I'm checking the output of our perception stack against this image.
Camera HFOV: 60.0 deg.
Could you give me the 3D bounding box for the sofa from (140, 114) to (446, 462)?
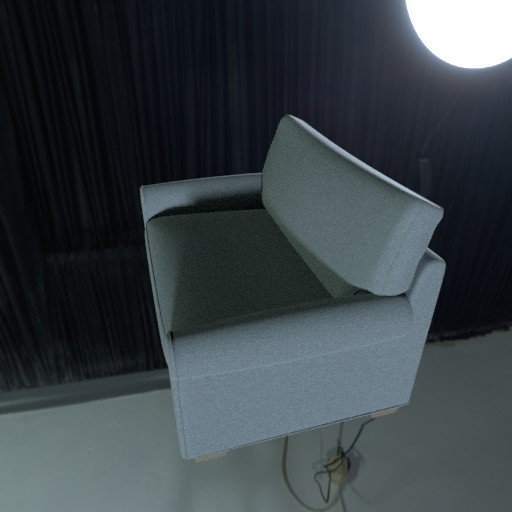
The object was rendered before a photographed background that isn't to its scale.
[{"bbox_3d":[0.000,0.000,1.998,0.940,0.953,1.410,-8,31,-14],"label":"sofa"}]
